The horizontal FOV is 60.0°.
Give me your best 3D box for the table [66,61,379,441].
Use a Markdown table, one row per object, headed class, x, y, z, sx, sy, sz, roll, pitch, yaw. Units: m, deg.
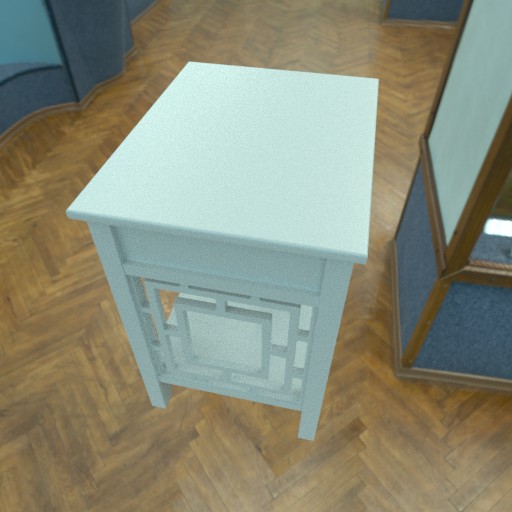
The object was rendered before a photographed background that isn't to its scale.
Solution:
| class | x | y | z | sx | sy | sz | roll | pitch | yaw |
| --- | --- | --- | --- | --- | --- | --- | --- | --- | --- |
| table | 0.000 | 0.000 | 1.040 | 0.451 | 0.646 | 0.564 | 9 | 46 | 9 |
